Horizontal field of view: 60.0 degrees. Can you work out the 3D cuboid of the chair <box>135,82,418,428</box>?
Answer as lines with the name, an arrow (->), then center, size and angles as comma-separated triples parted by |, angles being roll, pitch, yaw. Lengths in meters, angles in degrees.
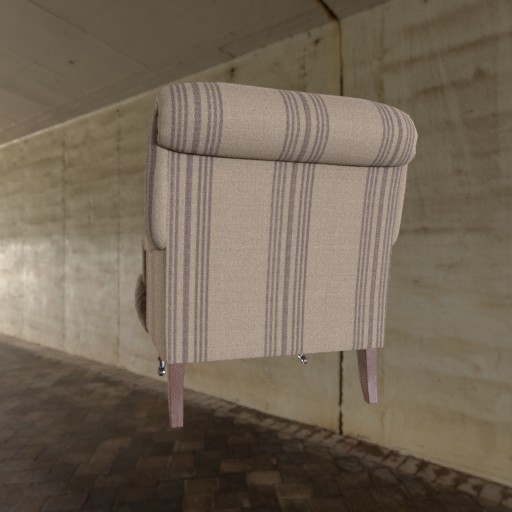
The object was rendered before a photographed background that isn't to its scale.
chair -> 0.000, 0.000, 1.587 | 0.813, 0.940, 0.914 | 0, 1, -18
